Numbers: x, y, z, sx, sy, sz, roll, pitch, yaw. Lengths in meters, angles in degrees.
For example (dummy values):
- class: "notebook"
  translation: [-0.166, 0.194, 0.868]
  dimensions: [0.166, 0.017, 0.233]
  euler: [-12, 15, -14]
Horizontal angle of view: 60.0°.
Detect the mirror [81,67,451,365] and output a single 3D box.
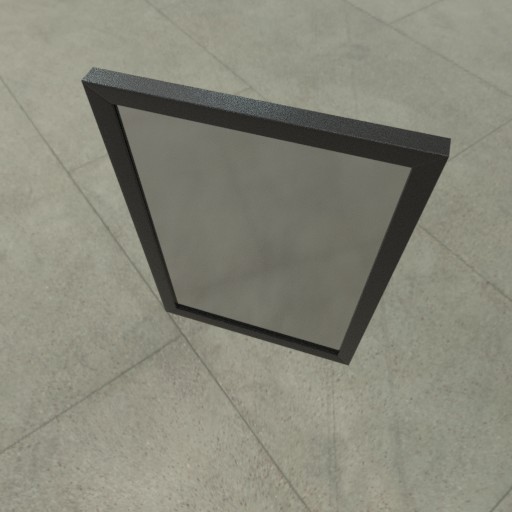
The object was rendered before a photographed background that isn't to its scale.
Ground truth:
- class: "mirror"
  translation: [0.000, 0.000, 0.887]
  dimensions: [0.507, 0.710, 0.040]
  euler: [15, 57, 10]
